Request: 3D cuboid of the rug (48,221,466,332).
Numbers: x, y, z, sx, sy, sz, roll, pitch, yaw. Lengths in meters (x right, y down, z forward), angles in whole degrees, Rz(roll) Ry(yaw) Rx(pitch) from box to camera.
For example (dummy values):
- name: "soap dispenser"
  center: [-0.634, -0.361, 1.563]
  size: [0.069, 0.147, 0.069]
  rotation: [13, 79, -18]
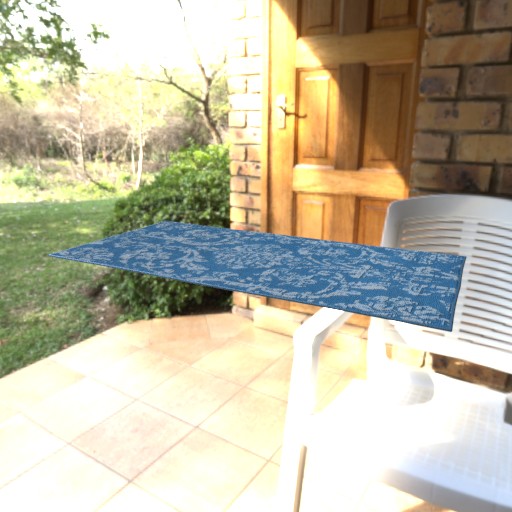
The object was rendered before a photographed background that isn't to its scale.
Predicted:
- name: "rug"
  center: [0.000, 0.000, 1.440]
  size: [1.219, 0.007, 0.604]
  rotation: [8, 18, 26]
